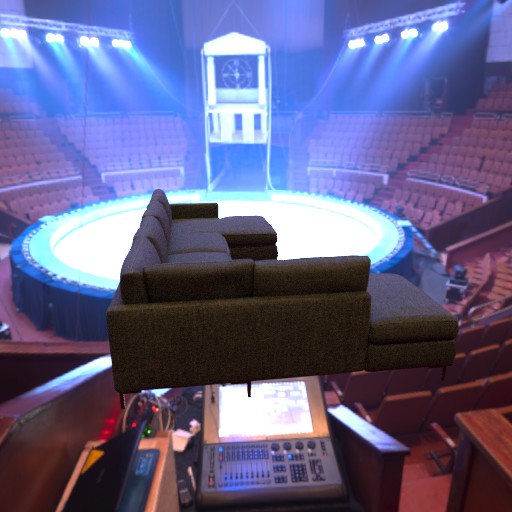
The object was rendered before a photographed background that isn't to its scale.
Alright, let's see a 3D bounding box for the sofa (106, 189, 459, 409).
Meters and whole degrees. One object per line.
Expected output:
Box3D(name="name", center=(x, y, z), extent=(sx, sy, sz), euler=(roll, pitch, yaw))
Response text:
Box3D(name="sofa", center=(0.000, 0.000, 3.567), extent=(1.879, 0.753, 2.737), euler=(-3, 18, -8))
